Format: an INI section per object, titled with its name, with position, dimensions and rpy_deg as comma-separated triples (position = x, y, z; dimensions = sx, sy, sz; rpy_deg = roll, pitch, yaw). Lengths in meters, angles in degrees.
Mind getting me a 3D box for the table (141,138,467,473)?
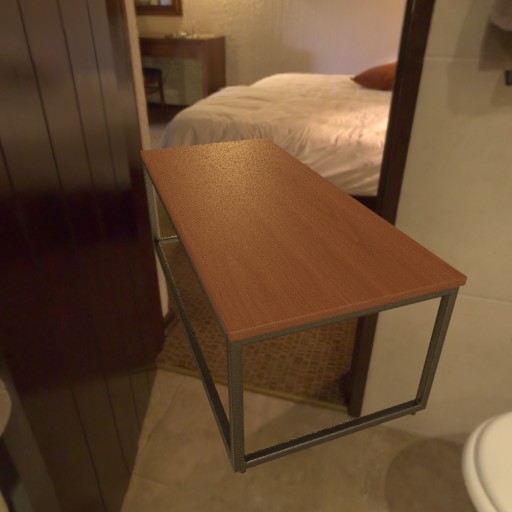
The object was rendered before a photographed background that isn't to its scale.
[table]
position = 0.000, 0.000, 1.361
dimensions = 0.500, 0.400, 1.100
rpy_deg = -11, 32, -17
